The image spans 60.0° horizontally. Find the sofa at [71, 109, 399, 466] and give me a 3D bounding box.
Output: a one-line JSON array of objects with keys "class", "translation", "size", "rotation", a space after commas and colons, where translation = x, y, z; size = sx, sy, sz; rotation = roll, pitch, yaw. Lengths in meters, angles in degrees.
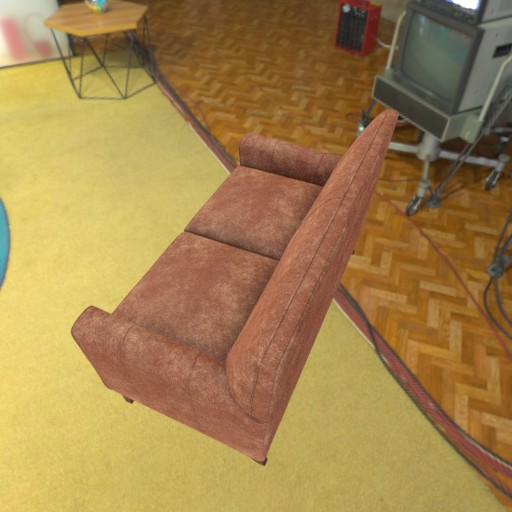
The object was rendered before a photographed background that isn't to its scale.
[{"class": "sofa", "translation": [0.000, 0.000, 1.980], "size": [0.787, 0.871, 1.473], "rotation": [18, 48, 17]}]
